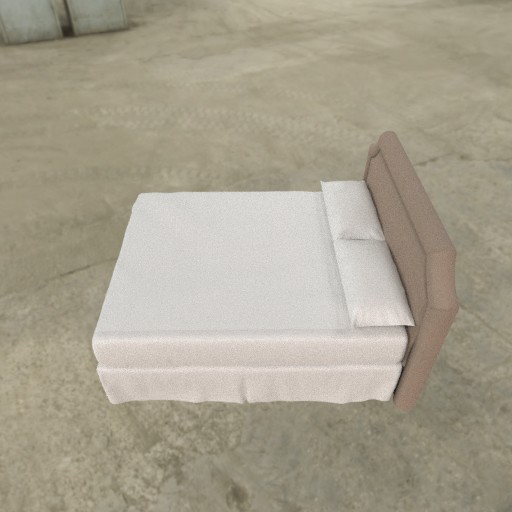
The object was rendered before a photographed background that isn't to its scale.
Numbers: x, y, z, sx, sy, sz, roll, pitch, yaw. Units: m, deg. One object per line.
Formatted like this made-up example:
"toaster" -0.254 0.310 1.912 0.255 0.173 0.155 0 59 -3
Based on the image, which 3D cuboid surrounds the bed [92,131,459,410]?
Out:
"bed" 0.000 0.000 3.289 2.164 1.303 1.828 0 42 0
